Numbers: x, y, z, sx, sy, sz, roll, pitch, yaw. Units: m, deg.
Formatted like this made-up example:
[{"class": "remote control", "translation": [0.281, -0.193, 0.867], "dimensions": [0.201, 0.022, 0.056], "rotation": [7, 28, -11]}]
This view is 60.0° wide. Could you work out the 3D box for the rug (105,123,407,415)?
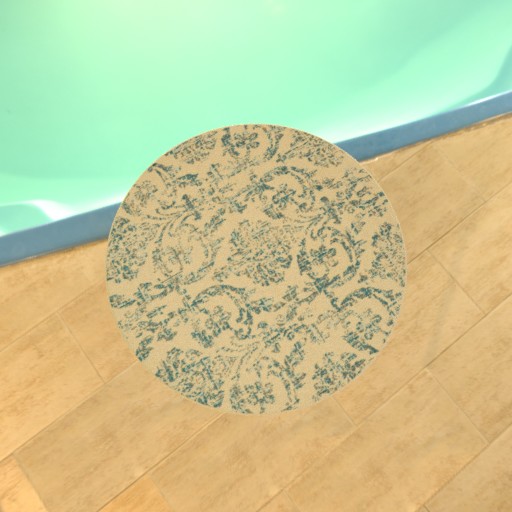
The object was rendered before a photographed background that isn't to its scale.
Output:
[{"class": "rug", "translation": [0.000, 0.000, 2.345], "dimensions": [1.593, 0.012, 1.593], "rotation": [0, 74, 0]}]
